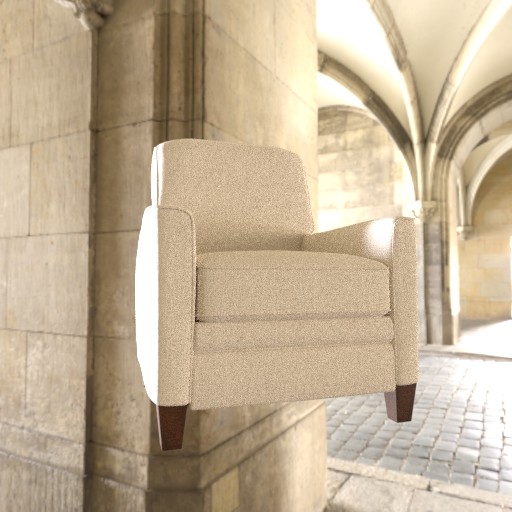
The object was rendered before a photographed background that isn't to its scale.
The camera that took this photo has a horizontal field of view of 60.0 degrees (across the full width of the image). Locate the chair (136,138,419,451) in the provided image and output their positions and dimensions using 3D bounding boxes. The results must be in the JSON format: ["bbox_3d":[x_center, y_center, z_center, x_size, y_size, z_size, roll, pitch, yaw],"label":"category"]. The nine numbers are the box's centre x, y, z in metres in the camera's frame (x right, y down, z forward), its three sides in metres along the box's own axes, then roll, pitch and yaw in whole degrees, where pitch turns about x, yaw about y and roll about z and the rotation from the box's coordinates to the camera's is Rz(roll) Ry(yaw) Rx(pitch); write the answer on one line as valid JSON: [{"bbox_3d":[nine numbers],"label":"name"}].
[{"bbox_3d":[0.000,0.000,1.613,0.841,1.028,0.858,1,-3,-18],"label":"chair"}]
